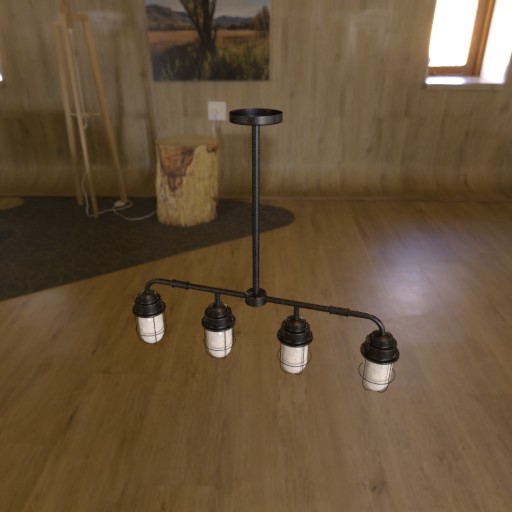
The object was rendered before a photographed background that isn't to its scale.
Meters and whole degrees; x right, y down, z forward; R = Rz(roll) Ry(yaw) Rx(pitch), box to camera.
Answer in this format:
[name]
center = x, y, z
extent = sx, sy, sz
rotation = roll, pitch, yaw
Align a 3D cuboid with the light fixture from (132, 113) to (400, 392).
[light fixture]
center = 0.000, 0.000, 1.258
extent = 0.852, 0.785, 0.131
rotation = 8, 28, 16
